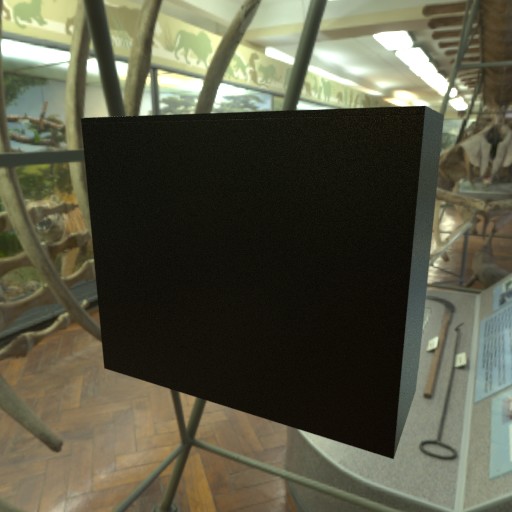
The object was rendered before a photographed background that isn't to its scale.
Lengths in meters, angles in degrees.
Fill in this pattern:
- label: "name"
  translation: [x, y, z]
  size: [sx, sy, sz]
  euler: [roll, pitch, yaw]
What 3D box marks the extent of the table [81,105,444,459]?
- label: "table"
  translation: [0.000, 0.000, 1.316]
  size: [0.930, 0.790, 0.380]
  euler: [7, 16, 27]
